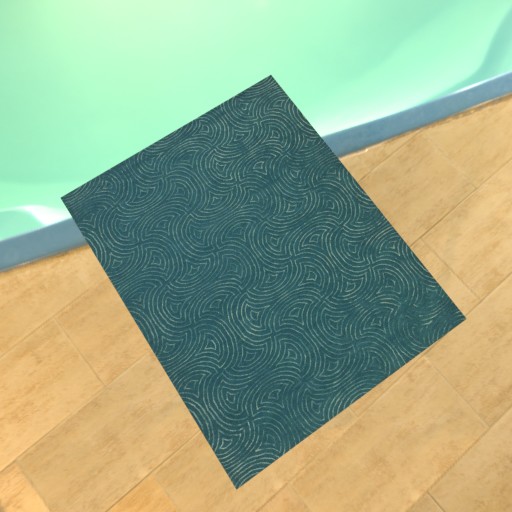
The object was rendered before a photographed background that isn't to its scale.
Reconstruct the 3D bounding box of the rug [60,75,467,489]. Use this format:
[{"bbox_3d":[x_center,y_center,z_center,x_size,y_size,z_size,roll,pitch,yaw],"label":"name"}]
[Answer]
[{"bbox_3d":[0.000,0.000,4.054,2.432,0.012,3.033,-33,77,-9],"label":"rug"}]
